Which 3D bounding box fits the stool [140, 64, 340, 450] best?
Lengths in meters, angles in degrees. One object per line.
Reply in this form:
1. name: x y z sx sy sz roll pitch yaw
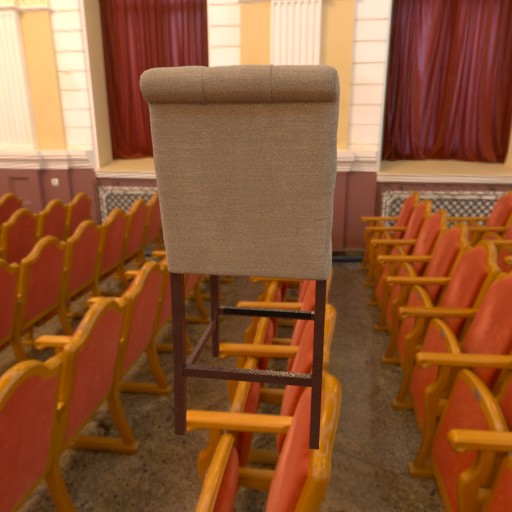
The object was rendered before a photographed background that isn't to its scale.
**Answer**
1. stool: 0.000 0.000 1.448 0.486 1.084 0.660 2 16 8
